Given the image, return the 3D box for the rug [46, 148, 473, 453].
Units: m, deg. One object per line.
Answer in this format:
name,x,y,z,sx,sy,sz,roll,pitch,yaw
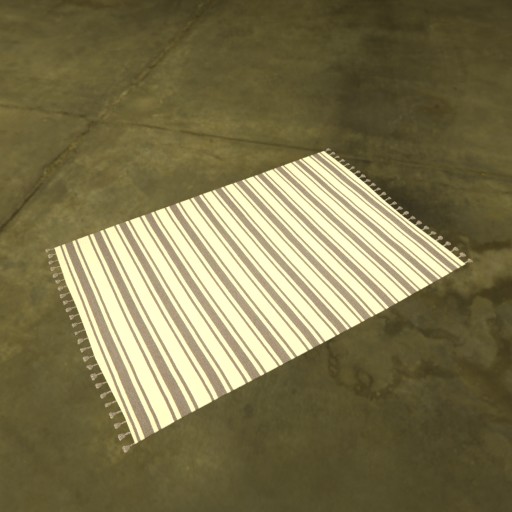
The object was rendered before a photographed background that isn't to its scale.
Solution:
rug,0.000,0.000,2.965,2.425,0.014,1.563,-23,51,-21
